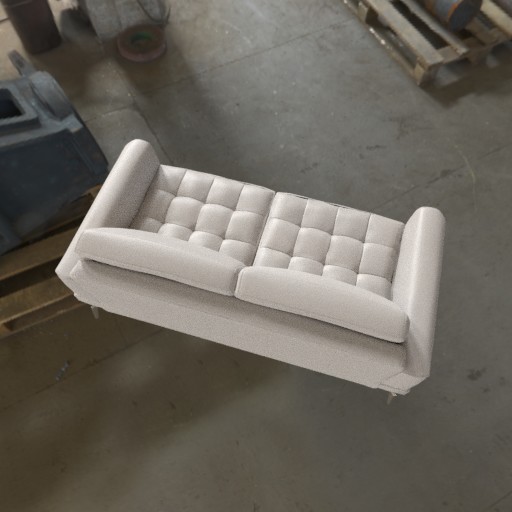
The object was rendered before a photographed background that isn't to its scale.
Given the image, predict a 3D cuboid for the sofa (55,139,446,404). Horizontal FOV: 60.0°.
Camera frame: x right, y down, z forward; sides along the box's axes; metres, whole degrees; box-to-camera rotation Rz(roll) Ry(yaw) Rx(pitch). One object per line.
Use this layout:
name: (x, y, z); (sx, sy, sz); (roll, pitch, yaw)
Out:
sofa: (0.000, 0.000, 2.767); (2.177, 0.930, 1.121); (15, 64, 7)
